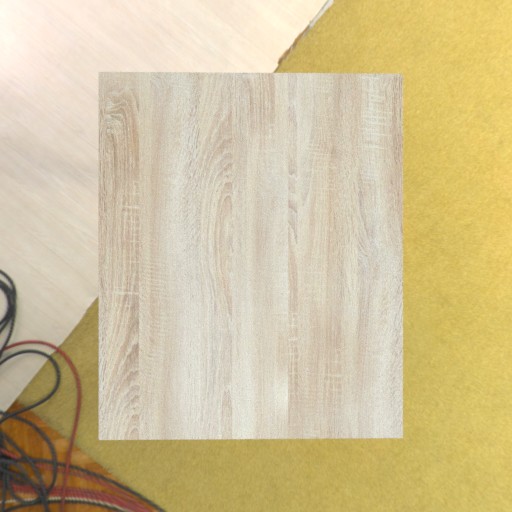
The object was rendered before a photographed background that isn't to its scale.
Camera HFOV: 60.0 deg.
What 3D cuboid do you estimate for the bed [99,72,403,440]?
[{"bbox_3d":[0.000,0.000,0.766,0.401,0.420,0.460,0,90,-1],"label":"bed"}]
